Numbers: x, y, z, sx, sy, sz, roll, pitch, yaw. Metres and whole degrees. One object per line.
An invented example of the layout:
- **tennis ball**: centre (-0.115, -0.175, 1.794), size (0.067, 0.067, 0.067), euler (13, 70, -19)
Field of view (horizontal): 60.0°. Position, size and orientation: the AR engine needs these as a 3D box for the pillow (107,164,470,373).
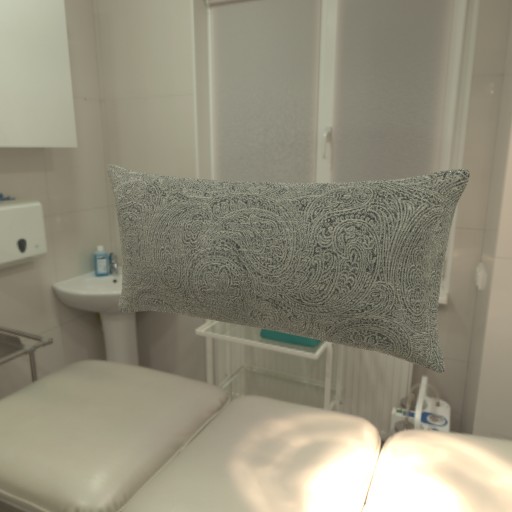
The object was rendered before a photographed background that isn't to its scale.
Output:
- **pillow**: centre (0.000, 0.000, 0.738), size (0.615, 0.295, 0.151), euler (6, 15, 24)
